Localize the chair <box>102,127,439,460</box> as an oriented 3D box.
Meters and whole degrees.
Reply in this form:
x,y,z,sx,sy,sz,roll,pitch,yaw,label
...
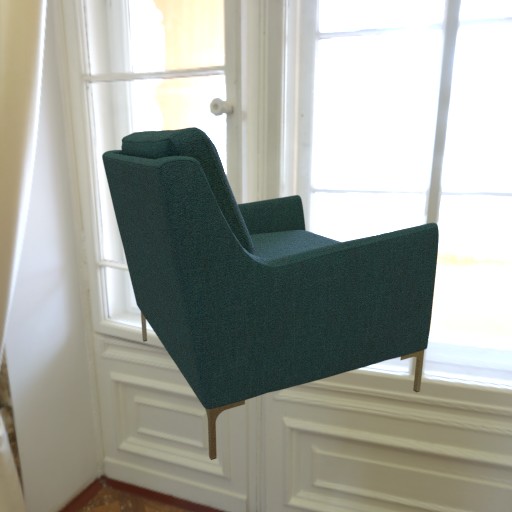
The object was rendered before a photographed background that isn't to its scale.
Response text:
x,y,z,sx,sy,sz,roll,pitch,yaw,label
0.000,0.000,1.520,0.849,0.828,0.847,-7,16,-25,chair
